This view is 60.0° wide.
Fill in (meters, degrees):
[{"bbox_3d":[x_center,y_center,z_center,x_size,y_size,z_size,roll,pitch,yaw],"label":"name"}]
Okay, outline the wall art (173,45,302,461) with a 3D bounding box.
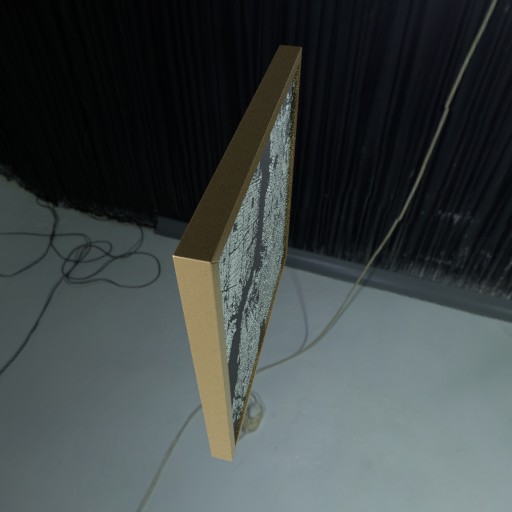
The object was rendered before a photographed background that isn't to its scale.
[{"bbox_3d":[0.000,0.000,0.456,0.023,0.305,0.305,10,47,9],"label":"wall art"}]
